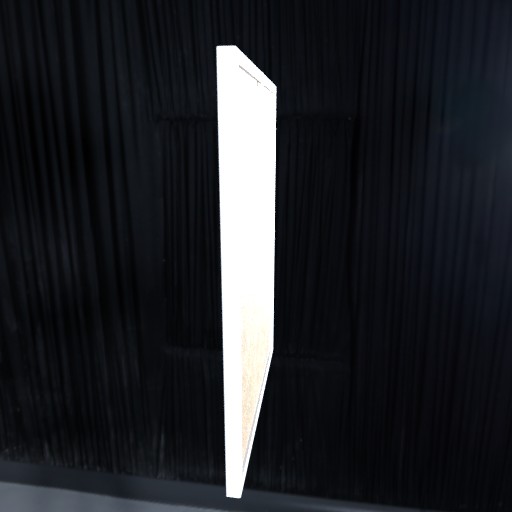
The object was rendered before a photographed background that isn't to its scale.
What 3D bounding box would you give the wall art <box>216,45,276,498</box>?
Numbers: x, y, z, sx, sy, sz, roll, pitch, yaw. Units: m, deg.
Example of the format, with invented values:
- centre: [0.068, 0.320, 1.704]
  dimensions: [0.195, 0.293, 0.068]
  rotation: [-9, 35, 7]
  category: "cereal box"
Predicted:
- centre: [0.000, 0.000, 1.371]
  dimensions: [0.042, 1.056, 0.805]
  rotation: [2, 16, 8]
  category: "wall art"
